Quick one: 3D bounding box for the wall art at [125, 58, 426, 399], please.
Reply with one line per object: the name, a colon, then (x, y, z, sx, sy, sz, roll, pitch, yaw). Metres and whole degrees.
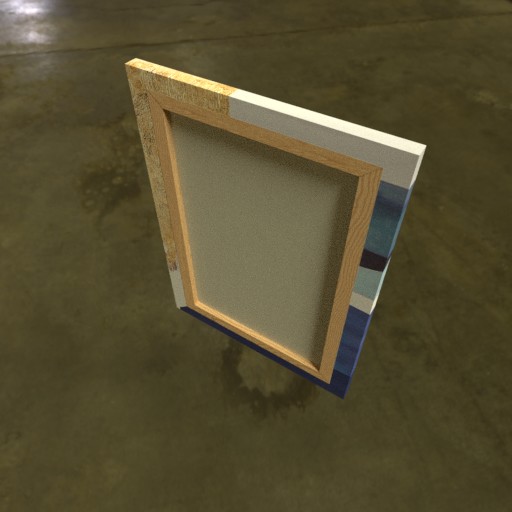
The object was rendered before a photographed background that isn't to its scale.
wall art: (0.000, 0.000, 0.820, 0.458, 0.613, 0.026, 25, 51, 22)
